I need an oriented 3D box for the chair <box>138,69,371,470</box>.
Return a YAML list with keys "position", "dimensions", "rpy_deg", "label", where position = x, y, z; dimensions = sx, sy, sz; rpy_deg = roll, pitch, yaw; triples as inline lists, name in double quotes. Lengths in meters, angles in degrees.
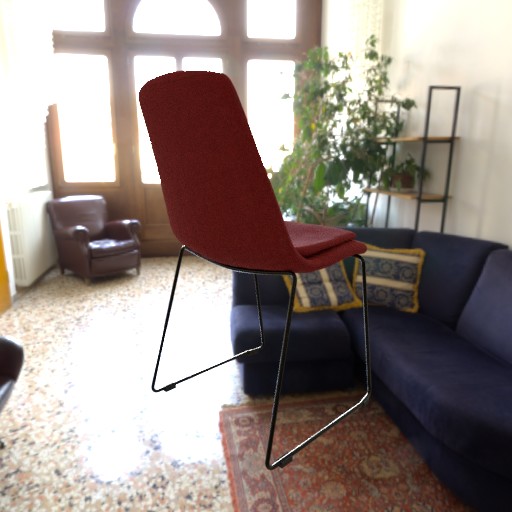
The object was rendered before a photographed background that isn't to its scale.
- position: [0.000, 0.000, 1.178]
  dimensions: [0.479, 0.858, 0.518]
  rpy_deg: [13, 18, 44]
  label: "chair"
